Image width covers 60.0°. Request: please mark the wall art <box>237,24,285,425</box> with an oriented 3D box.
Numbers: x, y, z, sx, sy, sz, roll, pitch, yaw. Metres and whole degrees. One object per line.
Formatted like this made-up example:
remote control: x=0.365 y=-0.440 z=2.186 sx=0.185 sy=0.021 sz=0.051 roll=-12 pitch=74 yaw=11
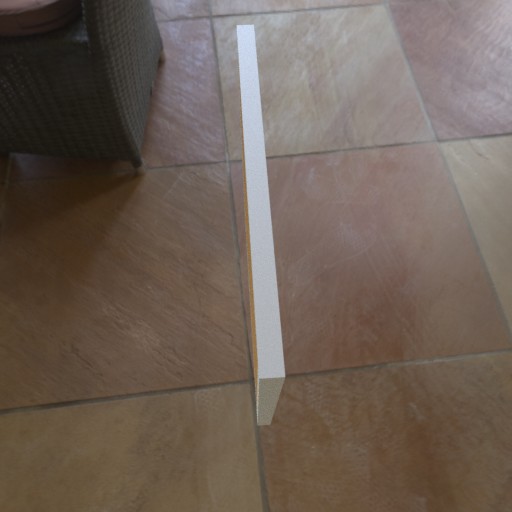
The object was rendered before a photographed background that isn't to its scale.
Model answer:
wall art: x=0.000 y=0.000 z=1.153 sx=0.038 sy=0.762 sz=0.762 roll=-3 pitch=64 yaw=-2
